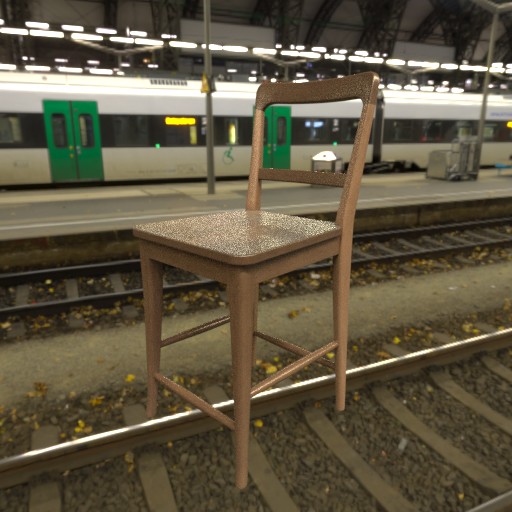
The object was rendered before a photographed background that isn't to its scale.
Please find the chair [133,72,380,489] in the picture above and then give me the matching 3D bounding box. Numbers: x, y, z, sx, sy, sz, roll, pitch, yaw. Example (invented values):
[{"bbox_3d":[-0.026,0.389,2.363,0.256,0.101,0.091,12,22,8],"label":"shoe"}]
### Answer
[{"bbox_3d":[0.000,0.000,1.268,0.450,0.991,0.546,15,21,42],"label":"chair"}]
